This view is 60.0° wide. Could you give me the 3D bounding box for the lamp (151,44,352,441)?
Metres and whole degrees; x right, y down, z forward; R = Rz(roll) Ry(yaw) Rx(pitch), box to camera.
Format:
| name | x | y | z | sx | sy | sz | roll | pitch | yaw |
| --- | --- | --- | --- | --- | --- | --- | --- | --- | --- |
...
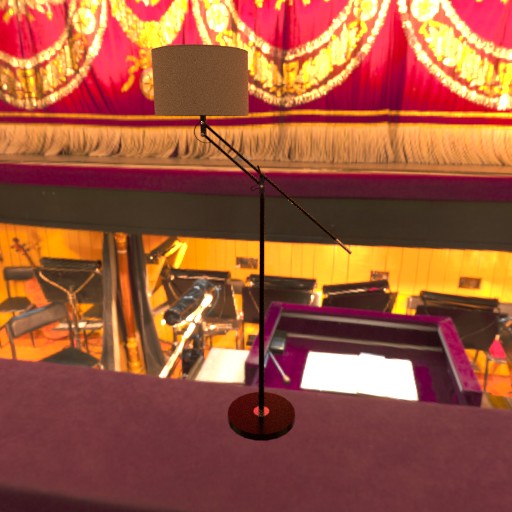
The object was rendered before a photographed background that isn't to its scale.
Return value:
| name | x | y | z | sx | sy | sz | roll | pitch | yaw |
| --- | --- | --- | --- | --- | --- | --- | --- | --- | --- |
| lamp | 0.000 | 0.000 | 1.912 | 0.809 | 1.635 | 0.373 | 3 | 17 | 10 |
